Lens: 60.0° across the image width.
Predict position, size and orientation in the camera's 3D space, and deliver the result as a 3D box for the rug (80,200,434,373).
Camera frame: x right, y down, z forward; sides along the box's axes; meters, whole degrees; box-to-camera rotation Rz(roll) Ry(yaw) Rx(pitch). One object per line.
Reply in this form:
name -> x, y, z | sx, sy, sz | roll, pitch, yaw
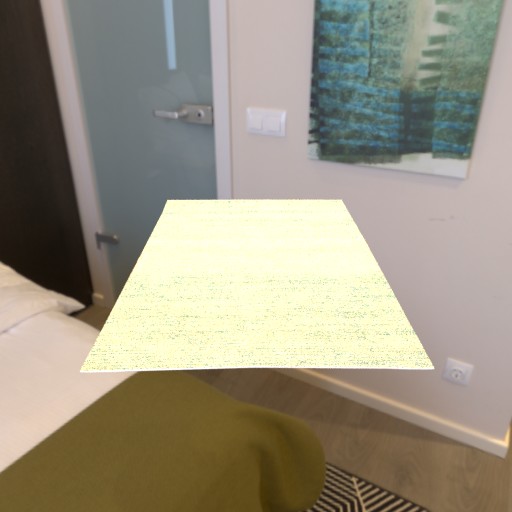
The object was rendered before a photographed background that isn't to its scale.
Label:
rug -> 0.000, 0.000, 3.010 | 1.593, 0.029, 2.305 | 0, 26, 0
